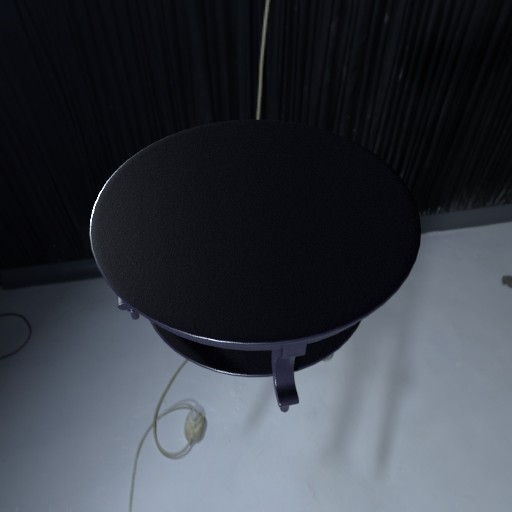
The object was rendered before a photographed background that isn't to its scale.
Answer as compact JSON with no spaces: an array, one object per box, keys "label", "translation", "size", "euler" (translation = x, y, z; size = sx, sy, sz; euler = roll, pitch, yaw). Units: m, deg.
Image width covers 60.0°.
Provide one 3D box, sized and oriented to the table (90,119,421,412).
[{"label":"table","translation":[0.000,0.000,1.590],"size":[1.029,0.491,1.029],"euler":[0,47,0]}]
